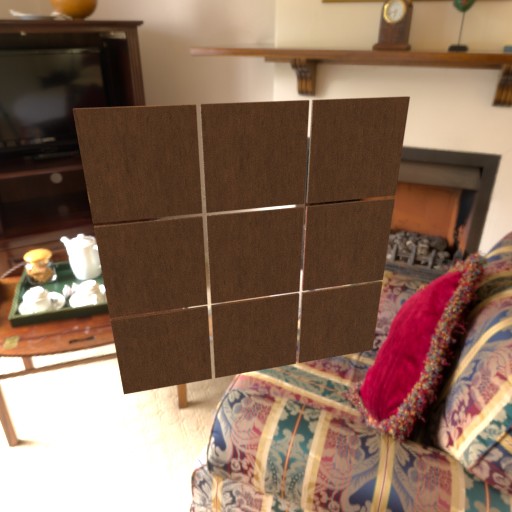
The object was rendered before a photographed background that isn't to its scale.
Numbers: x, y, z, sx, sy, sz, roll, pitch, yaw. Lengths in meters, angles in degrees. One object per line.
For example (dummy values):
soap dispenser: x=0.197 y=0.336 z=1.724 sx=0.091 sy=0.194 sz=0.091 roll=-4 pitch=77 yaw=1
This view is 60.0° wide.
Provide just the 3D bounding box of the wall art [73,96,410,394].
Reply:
wall art: x=0.000 y=0.000 z=1.834 sx=1.215 sy=1.213 sz=0.013 roll=-7 pitch=27 yaw=-13
